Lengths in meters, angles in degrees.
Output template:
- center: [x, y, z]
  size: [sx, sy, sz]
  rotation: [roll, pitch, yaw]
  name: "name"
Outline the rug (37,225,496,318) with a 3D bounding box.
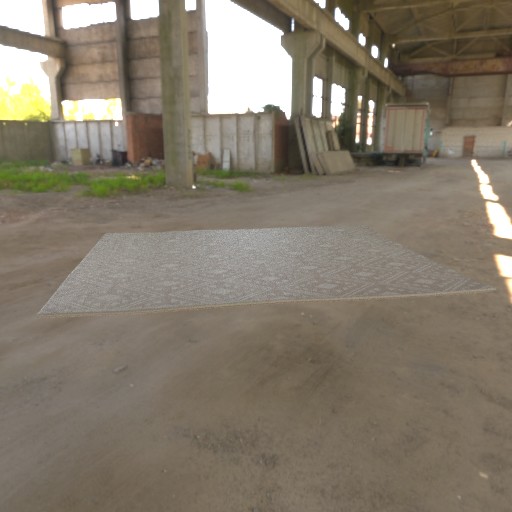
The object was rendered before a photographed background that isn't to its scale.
- center: [0.000, 0.000, 4.003]
  size: [3.011, 0.054, 2.399]
  rotation: [-2, 15, -8]
  name: "rug"
